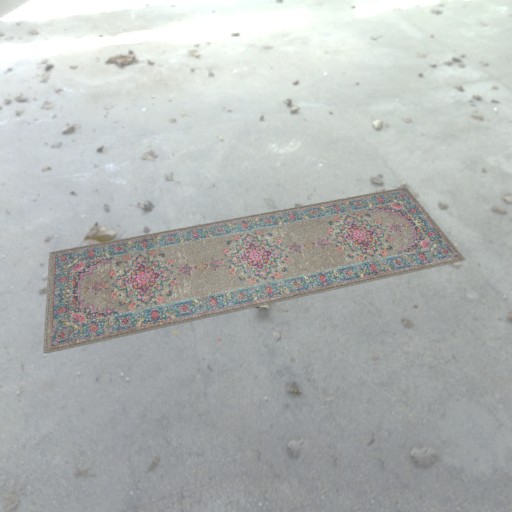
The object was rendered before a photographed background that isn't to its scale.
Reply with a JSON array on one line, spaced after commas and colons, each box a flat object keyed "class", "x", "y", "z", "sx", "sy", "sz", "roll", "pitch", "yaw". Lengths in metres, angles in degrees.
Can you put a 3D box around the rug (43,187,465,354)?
[{"class": "rug", "x": 0.000, "y": 0.000, "z": 2.028, "sx": 1.827, "sy": 0.012, "sz": 0.553, "roll": -11, "pitch": 48, "yaw": -10}]
